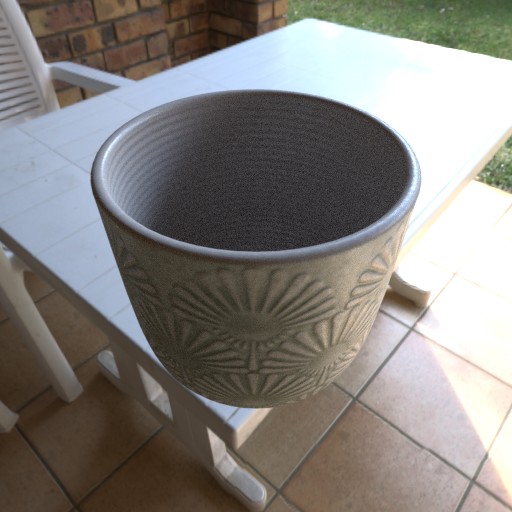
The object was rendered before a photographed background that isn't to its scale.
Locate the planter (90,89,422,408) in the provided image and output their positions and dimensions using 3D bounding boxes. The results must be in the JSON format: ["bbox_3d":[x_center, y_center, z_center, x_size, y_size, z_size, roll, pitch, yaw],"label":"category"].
[{"bbox_3d":[0.000,0.000,0.207,0.124,0.109,0.124,0,42,0],"label":"planter"}]
